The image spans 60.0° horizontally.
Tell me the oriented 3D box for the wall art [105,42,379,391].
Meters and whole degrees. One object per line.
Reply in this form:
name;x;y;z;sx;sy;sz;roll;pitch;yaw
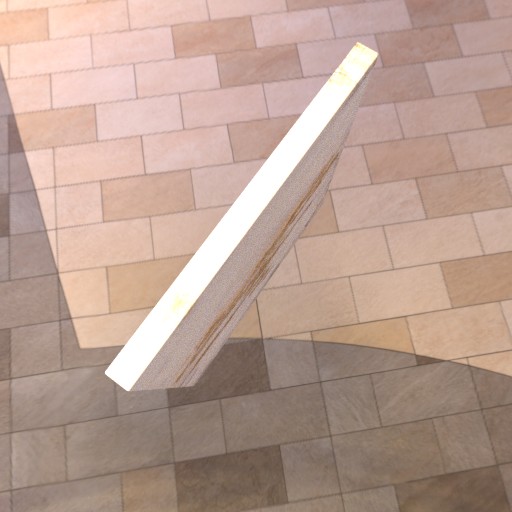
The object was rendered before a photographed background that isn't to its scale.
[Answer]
wall art;0.000;0.000;0.916;0.040;0.613;0.611;34;77;9
